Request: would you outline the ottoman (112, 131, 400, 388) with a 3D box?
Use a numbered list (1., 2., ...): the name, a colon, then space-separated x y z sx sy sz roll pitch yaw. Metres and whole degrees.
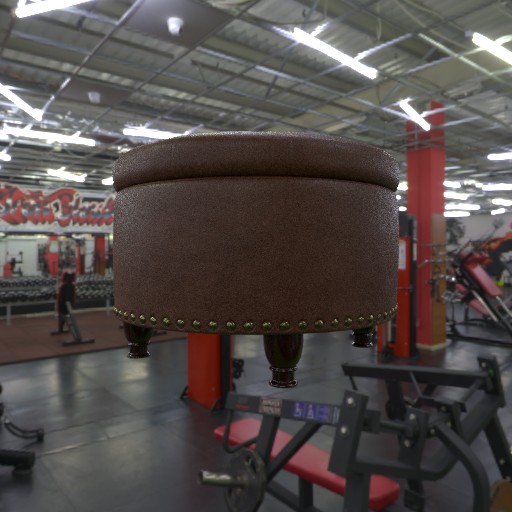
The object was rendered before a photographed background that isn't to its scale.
1. ottoman: 0.000 0.000 1.033 0.637 0.442 0.637 0 1 0
